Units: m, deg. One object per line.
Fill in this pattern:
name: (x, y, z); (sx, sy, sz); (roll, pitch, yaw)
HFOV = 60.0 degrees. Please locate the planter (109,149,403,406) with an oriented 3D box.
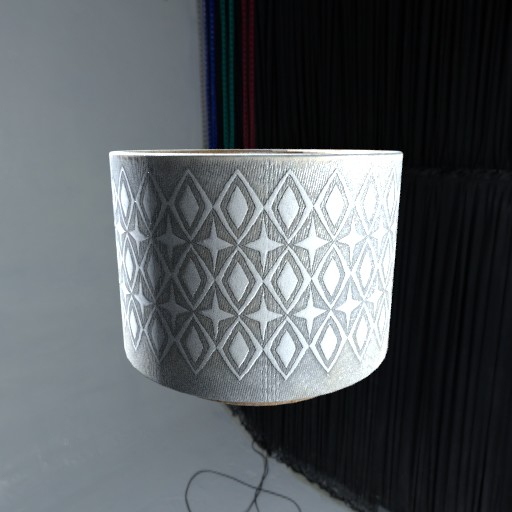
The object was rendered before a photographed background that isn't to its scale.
planter: (0.000, 0.000, 0.313); (0.186, 0.144, 0.186); (0, 14, 0)
